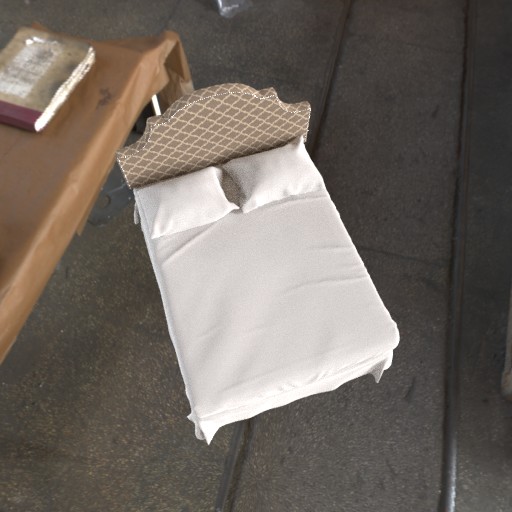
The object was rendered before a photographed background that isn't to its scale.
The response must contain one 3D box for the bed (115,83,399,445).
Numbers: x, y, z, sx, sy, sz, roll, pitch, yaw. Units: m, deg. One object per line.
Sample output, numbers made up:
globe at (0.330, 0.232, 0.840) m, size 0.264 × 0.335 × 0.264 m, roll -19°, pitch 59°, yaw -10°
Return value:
bed at (0.000, 0.000, 3.420) m, size 1.780 × 1.633 × 2.222 m, roll -17°, pitch 64°, yaw -8°
